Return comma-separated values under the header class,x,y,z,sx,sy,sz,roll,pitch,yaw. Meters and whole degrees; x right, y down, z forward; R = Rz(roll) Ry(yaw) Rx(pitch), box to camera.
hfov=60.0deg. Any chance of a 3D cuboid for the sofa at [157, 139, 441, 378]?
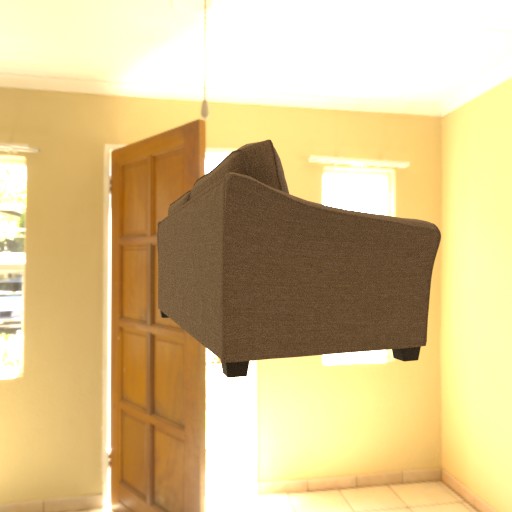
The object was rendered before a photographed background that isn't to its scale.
class,x,y,z,sx,sy,sz,roll,pitch,yaw
sofa,0.000,0.000,2.800,0.980,0.965,2.270,0,-1,-19
